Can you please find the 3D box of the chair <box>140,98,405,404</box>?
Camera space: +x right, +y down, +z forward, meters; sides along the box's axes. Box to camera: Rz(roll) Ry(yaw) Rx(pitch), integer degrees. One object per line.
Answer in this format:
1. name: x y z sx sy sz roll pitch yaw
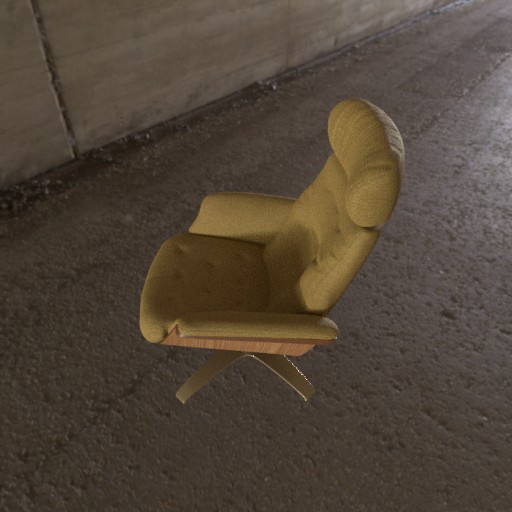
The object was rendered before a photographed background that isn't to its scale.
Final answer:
1. chair: 0.000 0.000 1.577 0.837 0.995 0.785 1 39 1
